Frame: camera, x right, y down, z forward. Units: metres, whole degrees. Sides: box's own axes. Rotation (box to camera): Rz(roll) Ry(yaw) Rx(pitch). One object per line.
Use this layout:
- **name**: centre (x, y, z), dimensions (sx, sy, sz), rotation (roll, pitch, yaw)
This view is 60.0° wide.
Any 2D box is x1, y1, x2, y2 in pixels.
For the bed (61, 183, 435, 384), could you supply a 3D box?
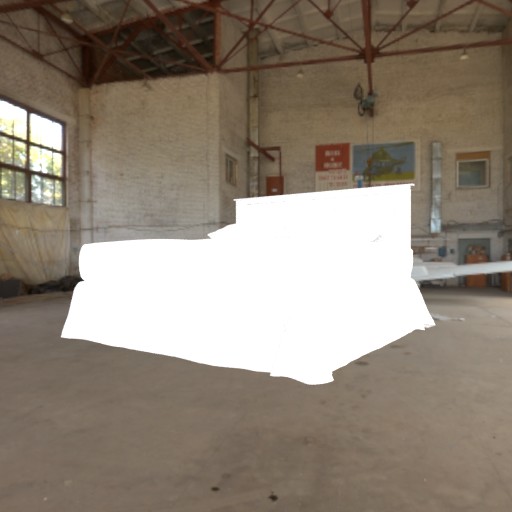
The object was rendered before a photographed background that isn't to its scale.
- **bed**: centre (0.000, 0.000, 3.628), dimensions (2.317, 1.273, 2.215), rotation (0, 0, 35)
